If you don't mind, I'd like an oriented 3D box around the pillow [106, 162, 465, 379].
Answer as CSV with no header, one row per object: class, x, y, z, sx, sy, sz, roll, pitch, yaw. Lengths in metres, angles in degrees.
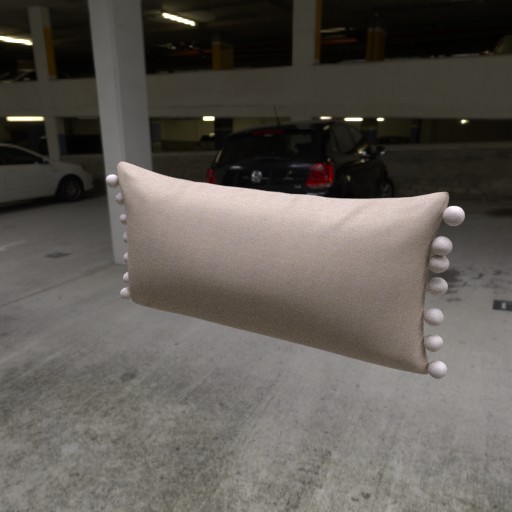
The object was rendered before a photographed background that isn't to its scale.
pillow,0.000,0.000,0.840,0.709,0.322,0.201,9,20,27
